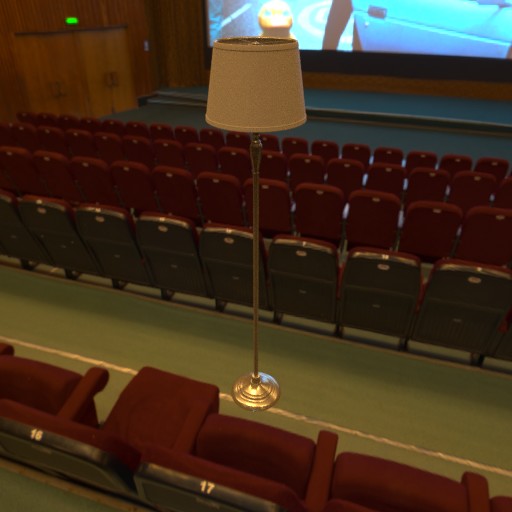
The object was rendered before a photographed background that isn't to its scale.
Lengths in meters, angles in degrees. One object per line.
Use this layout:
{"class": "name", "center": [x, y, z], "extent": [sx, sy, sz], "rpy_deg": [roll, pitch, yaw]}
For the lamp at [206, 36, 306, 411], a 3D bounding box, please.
{"class": "lamp", "center": [0.000, 0.000, 1.715], "extent": [0.327, 1.506, 0.327], "rpy_deg": [9, 33, 15]}
